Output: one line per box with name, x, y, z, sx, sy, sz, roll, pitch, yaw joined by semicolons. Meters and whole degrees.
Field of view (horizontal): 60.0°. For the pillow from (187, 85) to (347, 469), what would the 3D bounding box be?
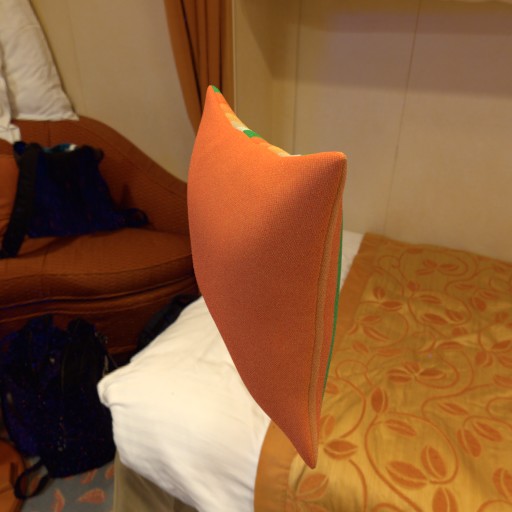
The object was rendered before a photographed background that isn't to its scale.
pillow;0.000;0.000;0.691;0.169;0.444;0.453;-10;30;-18
